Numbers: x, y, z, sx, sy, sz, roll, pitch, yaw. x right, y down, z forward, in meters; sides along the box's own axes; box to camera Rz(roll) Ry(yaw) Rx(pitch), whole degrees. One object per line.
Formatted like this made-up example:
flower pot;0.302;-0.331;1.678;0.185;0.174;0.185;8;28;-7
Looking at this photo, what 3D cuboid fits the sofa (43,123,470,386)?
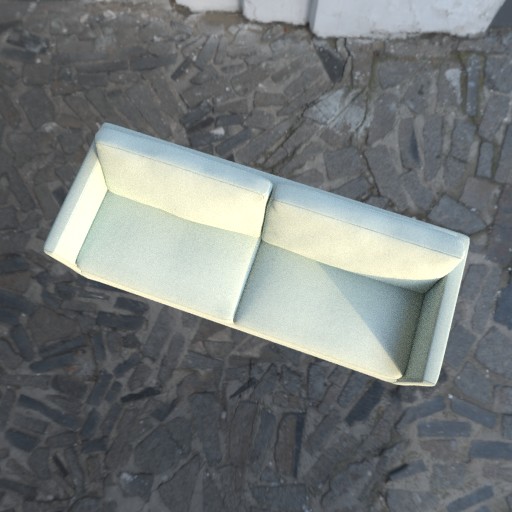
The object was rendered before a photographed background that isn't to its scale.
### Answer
sofa;0.000;0.000;2.911;2.434;0.965;0.948;18;76;5
